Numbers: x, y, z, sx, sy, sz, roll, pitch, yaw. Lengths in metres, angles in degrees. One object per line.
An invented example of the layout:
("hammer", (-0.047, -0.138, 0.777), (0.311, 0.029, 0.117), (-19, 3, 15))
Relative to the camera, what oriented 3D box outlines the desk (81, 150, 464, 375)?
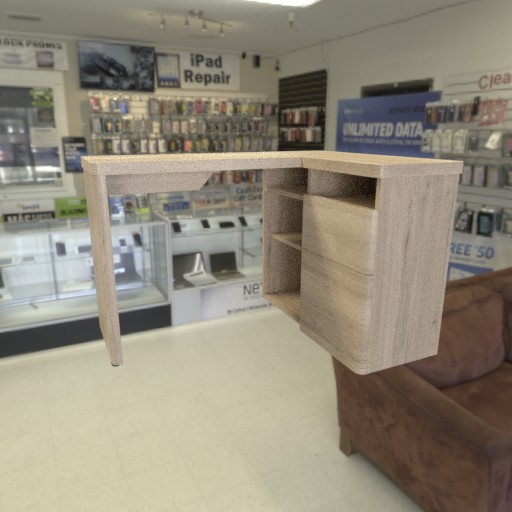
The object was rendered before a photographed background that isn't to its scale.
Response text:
("desk", (0.000, 0.000, 1.767), (1.169, 0.760, 0.900), (-7, 18, -24))
